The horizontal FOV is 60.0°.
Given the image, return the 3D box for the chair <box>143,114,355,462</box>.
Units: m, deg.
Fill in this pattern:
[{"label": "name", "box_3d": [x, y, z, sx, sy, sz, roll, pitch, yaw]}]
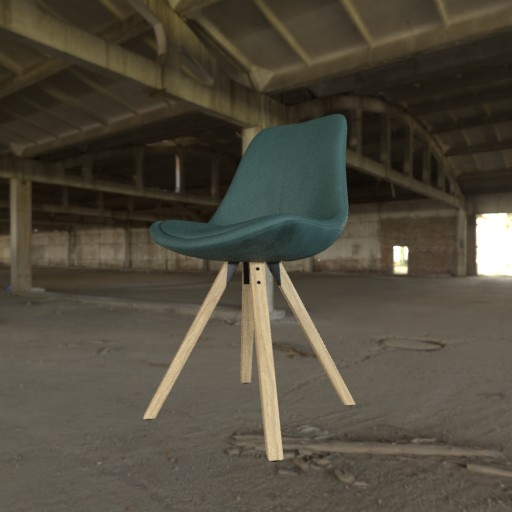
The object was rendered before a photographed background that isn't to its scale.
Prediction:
[{"label": "chair", "box_3d": [0.000, 0.000, 1.230, 0.483, 0.865, 0.547, 0, 1, 36]}]
